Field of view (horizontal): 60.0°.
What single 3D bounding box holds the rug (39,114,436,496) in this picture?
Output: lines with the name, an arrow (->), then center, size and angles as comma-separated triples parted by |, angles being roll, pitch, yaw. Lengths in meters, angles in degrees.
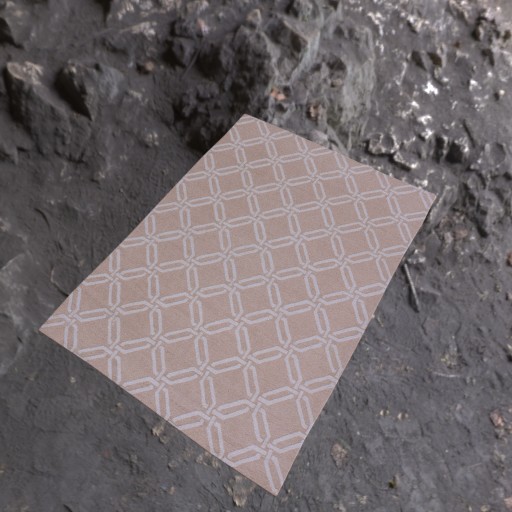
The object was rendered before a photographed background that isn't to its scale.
rug -> 0.000, 0.000, 4.300 | 2.452, 0.020, 3.365 | 28, 62, 17
